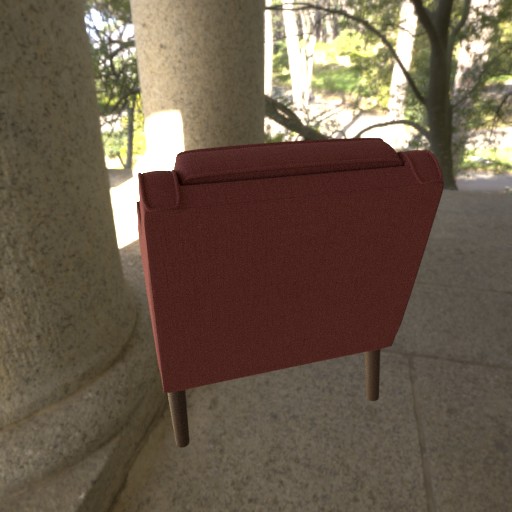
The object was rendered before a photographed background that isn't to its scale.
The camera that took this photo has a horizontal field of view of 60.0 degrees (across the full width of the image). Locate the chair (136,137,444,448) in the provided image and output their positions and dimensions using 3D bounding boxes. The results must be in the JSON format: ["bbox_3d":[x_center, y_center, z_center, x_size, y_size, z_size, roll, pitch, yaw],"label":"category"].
[{"bbox_3d":[0.000,0.000,1.379,0.680,0.812,0.770,-8,28,-15],"label":"chair"}]
